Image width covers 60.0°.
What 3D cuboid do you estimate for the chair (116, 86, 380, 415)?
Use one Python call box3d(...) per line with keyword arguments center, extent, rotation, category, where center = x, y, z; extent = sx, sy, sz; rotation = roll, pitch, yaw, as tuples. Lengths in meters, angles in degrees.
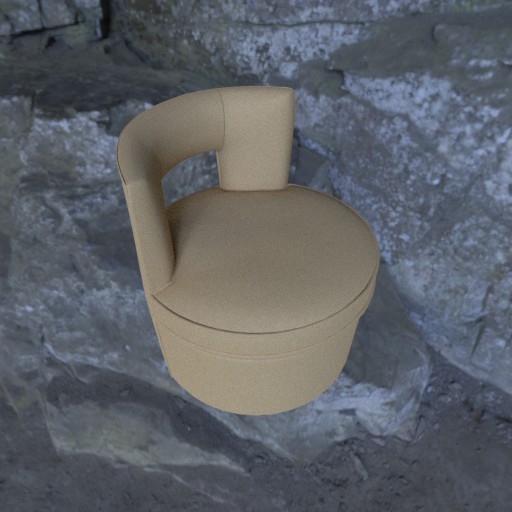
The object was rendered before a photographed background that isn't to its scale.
box3d(center=(0.000, 0.000, 1.236), extent=(0.665, 0.723, 0.650), rotation=(26, 48, 26), category="chair")
